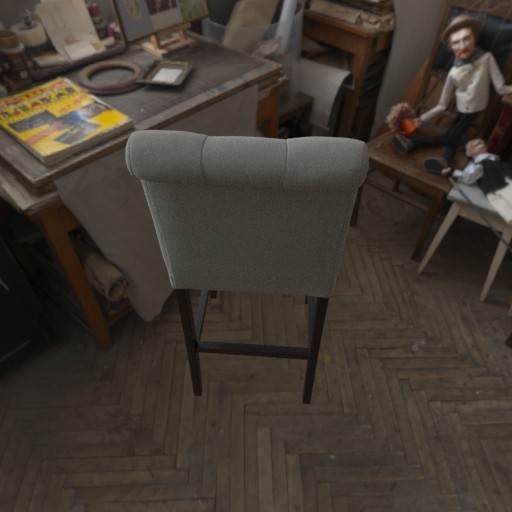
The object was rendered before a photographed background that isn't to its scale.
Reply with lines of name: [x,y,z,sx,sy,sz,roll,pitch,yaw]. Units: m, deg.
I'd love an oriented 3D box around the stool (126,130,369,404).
stool: [0.000,0.000,1.410,0.493,1.140,0.601,3,47,3]
